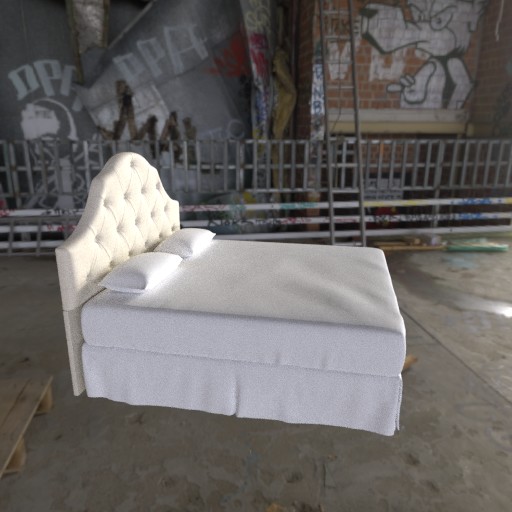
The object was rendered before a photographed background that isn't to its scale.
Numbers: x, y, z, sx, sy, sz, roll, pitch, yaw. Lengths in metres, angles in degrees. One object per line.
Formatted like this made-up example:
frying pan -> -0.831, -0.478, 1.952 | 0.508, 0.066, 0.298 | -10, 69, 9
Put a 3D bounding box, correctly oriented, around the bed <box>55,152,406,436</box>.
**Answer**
bed -> 0.000, 0.000, 3.590 | 2.214, 1.615, 2.008 | 3, 17, 11
